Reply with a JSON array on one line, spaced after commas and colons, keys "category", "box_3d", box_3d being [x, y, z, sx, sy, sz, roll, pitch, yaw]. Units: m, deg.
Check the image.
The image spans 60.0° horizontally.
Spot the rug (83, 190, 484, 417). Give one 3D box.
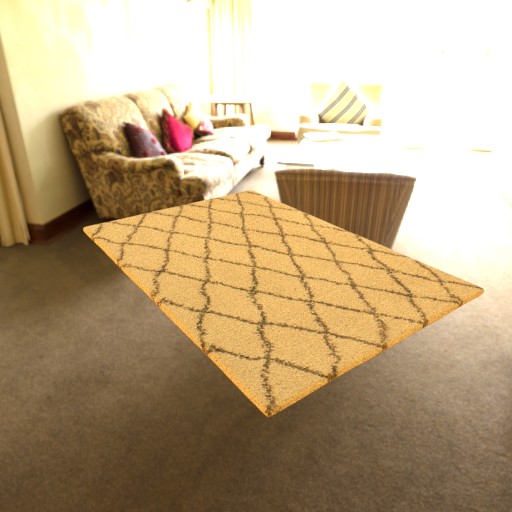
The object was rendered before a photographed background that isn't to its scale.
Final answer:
[{"category": "rug", "box_3d": [0.000, 0.000, 2.282, 1.219, 0.030, 1.778, -18, 31, -32]}]
